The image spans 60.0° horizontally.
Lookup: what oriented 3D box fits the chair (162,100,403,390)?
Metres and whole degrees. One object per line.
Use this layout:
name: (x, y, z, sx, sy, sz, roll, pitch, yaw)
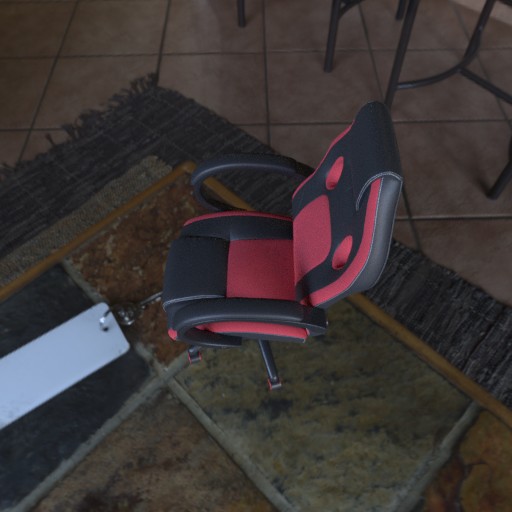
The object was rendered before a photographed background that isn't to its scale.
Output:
chair: (0.000, 0.000, 1.613, 0.724, 1.187, 0.673, 1, 59, 1)
